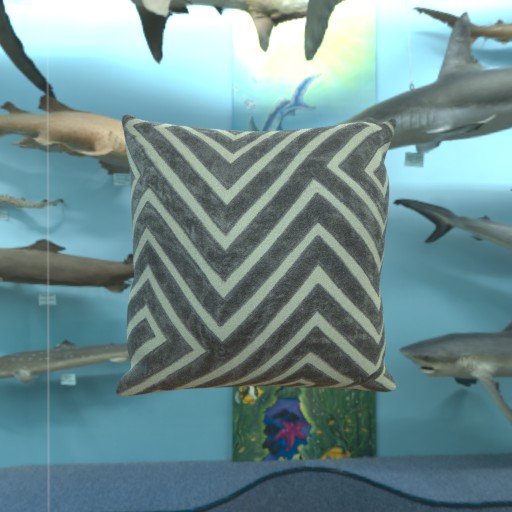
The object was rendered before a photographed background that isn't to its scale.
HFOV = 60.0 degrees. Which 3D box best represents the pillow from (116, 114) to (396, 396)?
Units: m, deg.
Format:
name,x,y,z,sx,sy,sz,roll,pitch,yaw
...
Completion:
name,x,y,z,sx,sy,sz,roll,pitch,yaw
pillow,0.000,0.000,0.689,0.440,0.441,0.182,0,0,0
